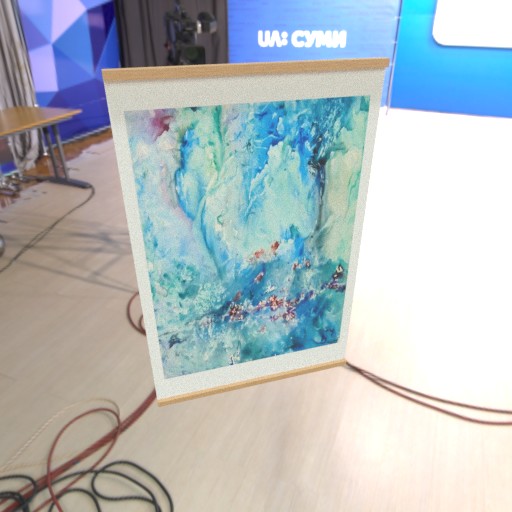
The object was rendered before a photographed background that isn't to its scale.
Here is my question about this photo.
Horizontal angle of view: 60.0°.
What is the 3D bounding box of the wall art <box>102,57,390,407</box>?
[{"bbox_3d":[0.000,0.000,0.759,0.401,0.611,0.016,-9,32,-14],"label":"wall art"}]
